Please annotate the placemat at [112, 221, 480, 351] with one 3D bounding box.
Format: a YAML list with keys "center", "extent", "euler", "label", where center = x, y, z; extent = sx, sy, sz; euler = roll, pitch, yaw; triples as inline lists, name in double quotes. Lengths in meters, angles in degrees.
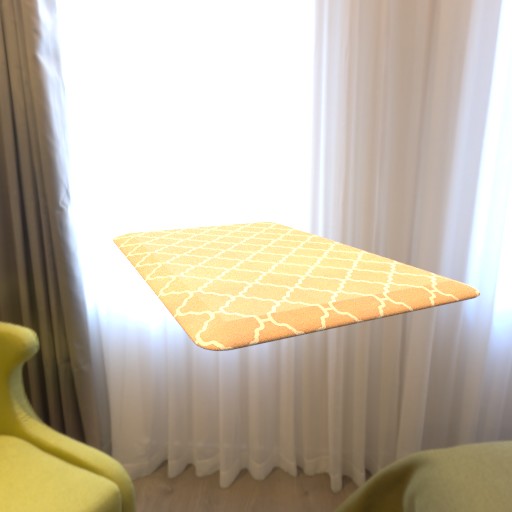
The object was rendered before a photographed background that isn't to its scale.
- center: [0.000, 0.000, 0.970]
  extent: [0.508, 0.021, 0.762]
  euler: [-7, 16, -25]
  label: "placemat"
